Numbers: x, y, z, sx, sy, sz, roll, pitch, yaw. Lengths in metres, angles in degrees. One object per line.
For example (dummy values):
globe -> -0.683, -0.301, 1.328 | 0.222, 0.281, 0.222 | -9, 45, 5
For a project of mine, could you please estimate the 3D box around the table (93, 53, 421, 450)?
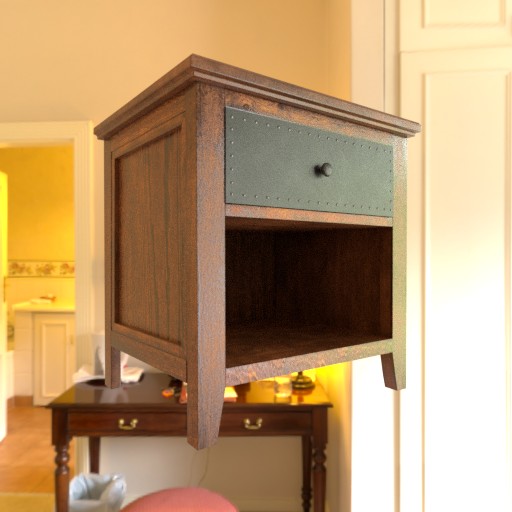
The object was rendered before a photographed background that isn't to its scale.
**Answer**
table -> 0.000, 0.000, 1.006 | 0.586, 0.597, 0.461 | 0, 0, -37
